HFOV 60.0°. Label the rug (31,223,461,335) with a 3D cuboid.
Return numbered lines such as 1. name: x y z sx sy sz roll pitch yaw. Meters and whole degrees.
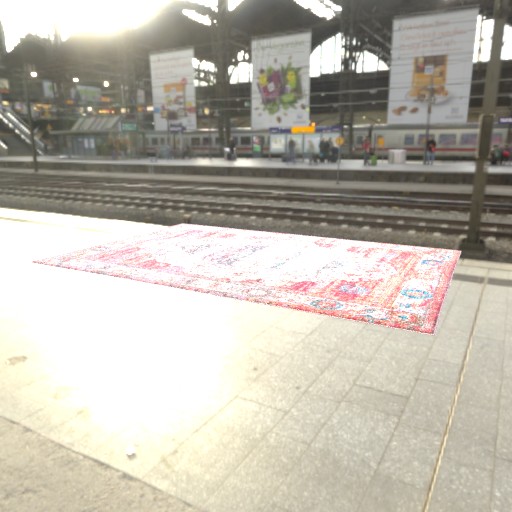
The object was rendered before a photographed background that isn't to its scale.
1. rug: 0.000 0.000 2.244 1.829 0.006 1.219 7 16 27
